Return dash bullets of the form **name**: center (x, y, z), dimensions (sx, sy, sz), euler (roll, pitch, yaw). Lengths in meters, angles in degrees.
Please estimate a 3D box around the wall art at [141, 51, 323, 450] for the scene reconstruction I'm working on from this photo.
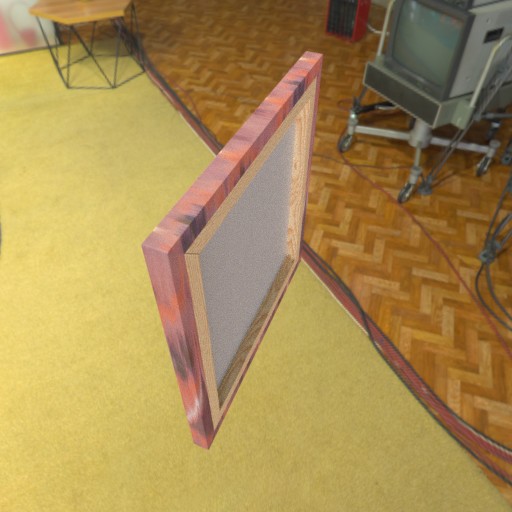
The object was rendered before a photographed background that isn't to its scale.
- **wall art**: center (0.000, 0.000, 0.923), dimensions (0.037, 0.609, 0.603), euler (17, 49, 16)
